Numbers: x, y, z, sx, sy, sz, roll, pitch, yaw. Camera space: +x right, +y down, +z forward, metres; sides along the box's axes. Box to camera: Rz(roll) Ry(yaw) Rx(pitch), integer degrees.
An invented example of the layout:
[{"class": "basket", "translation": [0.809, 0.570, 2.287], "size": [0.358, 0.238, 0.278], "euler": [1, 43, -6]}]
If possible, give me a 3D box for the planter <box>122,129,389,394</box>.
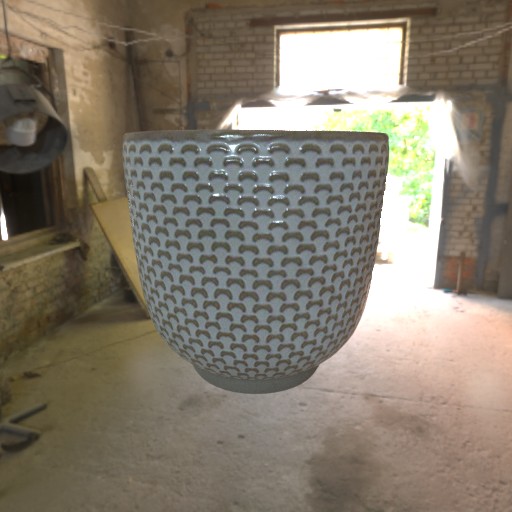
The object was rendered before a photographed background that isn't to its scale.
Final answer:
[{"class": "planter", "translation": [0.000, 0.000, 0.359], "size": [0.197, 0.191, 0.197], "euler": [0, 14, 0]}]
